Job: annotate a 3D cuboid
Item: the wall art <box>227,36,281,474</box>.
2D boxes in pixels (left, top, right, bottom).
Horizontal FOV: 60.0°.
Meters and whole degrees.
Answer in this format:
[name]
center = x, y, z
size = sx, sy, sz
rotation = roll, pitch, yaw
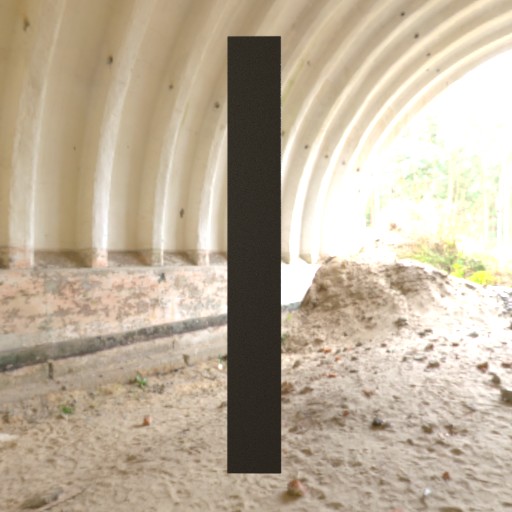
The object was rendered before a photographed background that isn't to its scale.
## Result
[wall art]
center = 0.000, 0.000, 0.459
size = 0.038, 0.304, 0.304
rotation = 0, -1, 0
